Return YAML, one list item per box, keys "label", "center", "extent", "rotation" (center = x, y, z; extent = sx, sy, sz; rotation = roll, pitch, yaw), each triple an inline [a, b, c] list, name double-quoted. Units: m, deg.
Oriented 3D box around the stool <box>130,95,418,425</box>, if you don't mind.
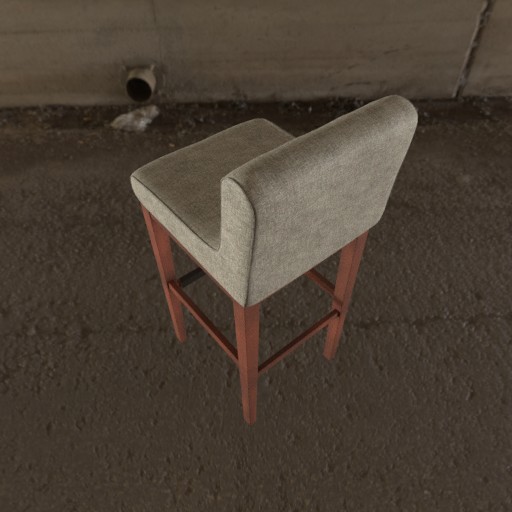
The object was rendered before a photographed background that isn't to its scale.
- label: "stool"
  center: [0.000, 0.000, 1.221]
  extent: [0.426, 0.965, 0.499]
  rotation: [-31, 54, -26]
